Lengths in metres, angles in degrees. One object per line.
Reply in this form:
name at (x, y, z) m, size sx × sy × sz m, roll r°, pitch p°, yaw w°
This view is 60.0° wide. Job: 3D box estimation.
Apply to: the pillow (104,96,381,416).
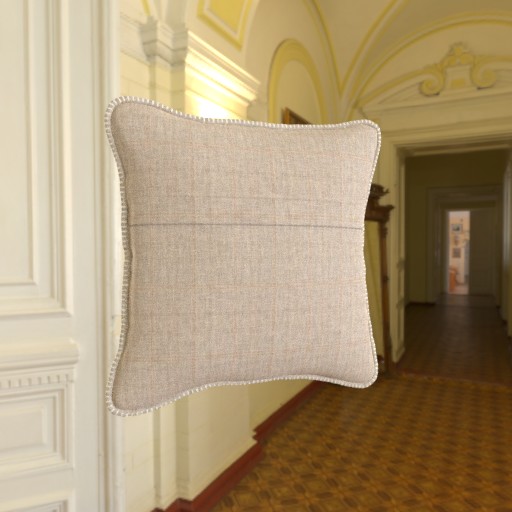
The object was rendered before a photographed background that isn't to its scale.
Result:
pillow at (0.000, 0.000, 0.749) m, size 0.485 × 0.494 × 0.124 m, roll 0°, pitch 2°, yaw -18°
